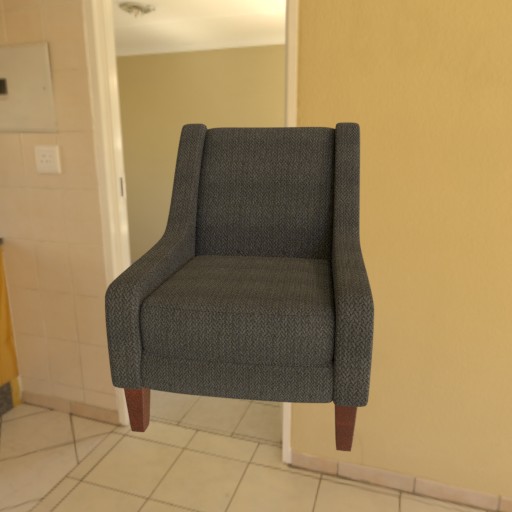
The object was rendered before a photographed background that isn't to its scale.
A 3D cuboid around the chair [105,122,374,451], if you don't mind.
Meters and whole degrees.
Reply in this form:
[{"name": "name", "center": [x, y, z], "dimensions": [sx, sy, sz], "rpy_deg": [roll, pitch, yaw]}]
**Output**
[{"name": "chair", "center": [0.000, 0.000, 1.684], "dimensions": [0.793, 1.012, 0.944], "rpy_deg": [2, 14, 8]}]
